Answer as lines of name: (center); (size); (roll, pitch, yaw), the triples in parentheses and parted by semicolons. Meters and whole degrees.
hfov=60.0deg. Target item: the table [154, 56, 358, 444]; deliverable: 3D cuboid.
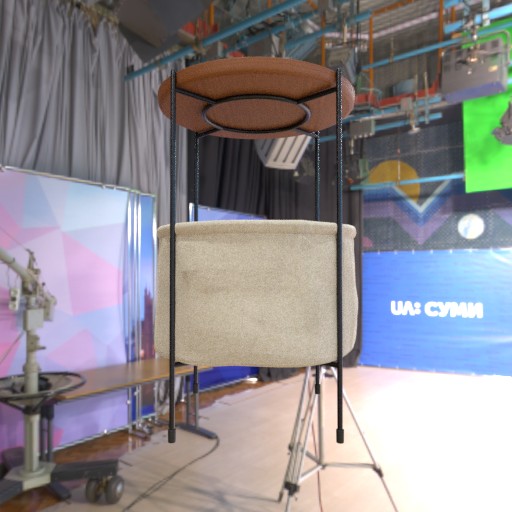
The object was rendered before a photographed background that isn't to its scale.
table: (0.000, 0.000, 0.881); (0.393, 0.623, 0.393); (0, -1, 0)
